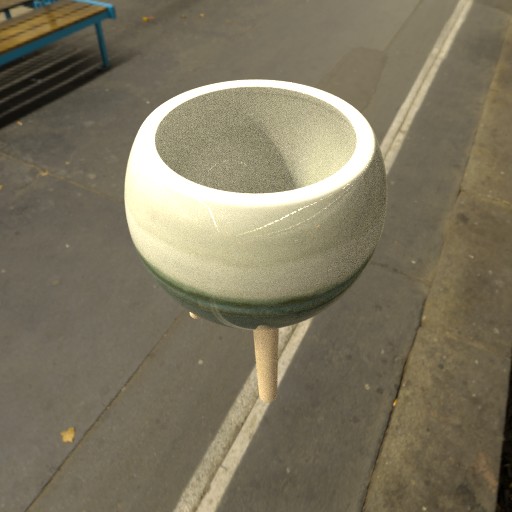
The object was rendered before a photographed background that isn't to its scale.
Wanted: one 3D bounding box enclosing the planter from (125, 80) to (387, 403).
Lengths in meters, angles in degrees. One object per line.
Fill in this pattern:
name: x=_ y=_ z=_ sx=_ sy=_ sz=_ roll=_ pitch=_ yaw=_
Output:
planter: x=0.000 y=0.000 z=0.441 sx=0.222 sy=0.278 sz=0.222 roll=0 pitch=46 yaw=0
